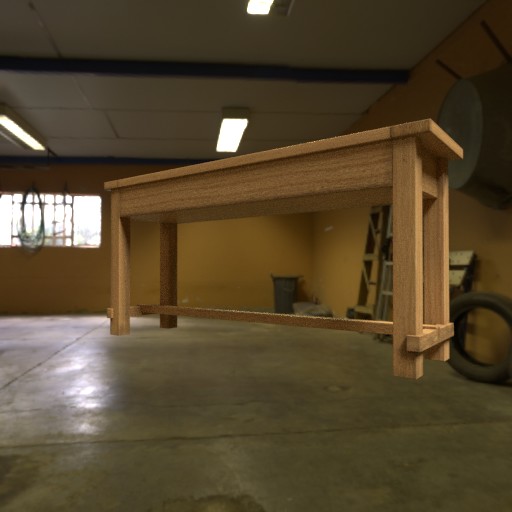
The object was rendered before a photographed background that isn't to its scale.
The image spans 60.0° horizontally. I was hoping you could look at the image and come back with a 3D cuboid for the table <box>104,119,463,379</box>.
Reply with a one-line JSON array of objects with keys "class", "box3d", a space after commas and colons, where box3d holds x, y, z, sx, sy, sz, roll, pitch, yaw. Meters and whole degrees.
[{"class": "table", "box3d": [0.000, 0.000, 1.929, 1.599, 0.762, 0.442, -1, -2, 37]}]
